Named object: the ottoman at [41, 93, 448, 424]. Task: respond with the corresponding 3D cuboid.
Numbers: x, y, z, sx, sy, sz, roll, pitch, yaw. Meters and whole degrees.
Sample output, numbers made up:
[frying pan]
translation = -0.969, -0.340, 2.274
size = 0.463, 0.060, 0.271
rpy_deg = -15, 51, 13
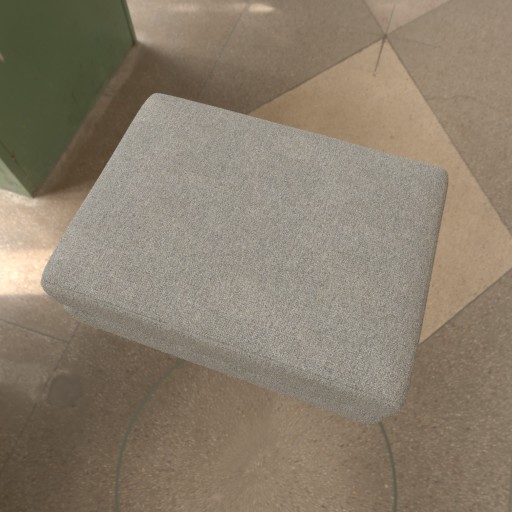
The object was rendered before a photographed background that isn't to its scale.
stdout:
[ottoman]
translation = 0.000, 0.000, 1.178
size = 0.821, 0.441, 0.611
rpy_deg = 17, 65, 8
